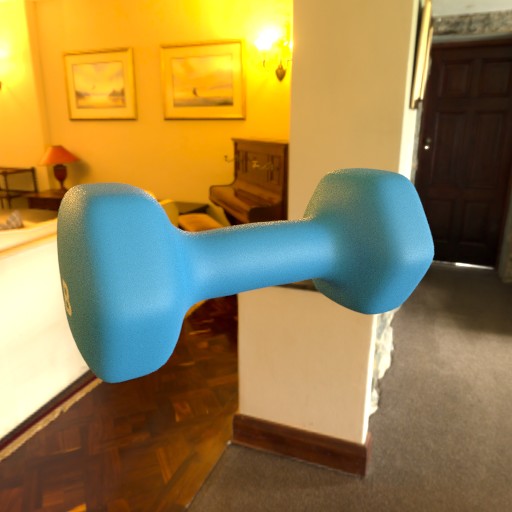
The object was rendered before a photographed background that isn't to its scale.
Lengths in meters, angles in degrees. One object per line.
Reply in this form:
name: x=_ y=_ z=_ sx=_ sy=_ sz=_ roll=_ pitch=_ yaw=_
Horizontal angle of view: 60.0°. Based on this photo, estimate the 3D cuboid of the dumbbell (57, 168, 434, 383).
dumbbell: x=0.000 y=0.000 z=0.187 sx=0.152 sy=0.066 sz=0.074 roll=-9 pitch=19 yaw=-27
